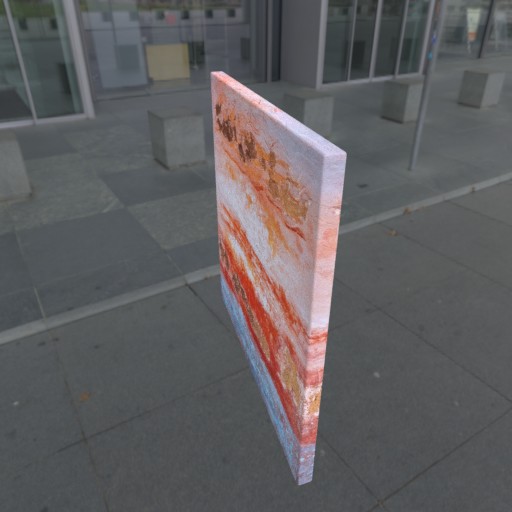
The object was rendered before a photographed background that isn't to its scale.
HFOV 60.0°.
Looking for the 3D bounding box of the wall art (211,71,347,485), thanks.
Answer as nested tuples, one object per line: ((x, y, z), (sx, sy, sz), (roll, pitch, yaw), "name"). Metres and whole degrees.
((0.000, 0.000, 1.094), (0.035, 0.747, 0.747), (-9, 32, -14), "wall art")
